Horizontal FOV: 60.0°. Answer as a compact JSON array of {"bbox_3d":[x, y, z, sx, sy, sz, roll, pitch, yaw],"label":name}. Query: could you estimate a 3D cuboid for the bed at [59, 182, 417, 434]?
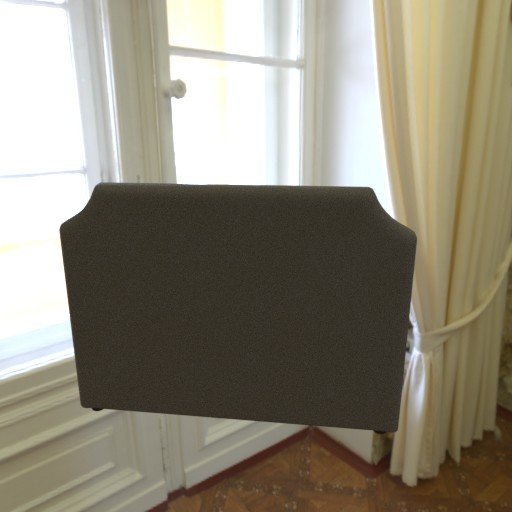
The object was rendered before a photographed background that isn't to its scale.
[{"bbox_3d":[0.000,0.000,3.868,2.194,1.561,2.536,2,17,7],"label":"bed"}]
